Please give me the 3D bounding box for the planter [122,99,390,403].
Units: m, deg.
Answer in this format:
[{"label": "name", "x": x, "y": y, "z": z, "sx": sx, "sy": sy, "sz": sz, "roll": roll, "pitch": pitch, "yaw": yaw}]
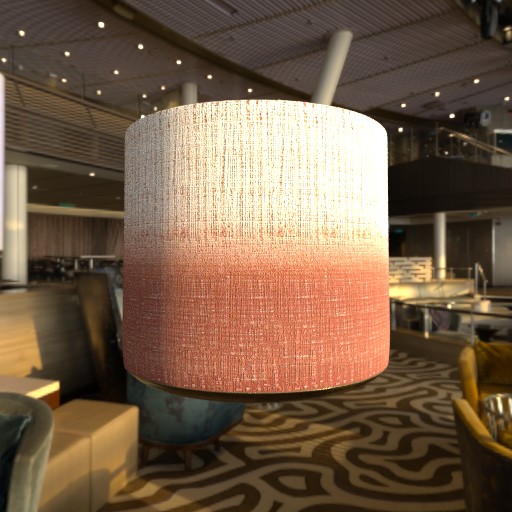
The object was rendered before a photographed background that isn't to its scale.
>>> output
[{"label": "planter", "x": 0.000, "y": 0.000, "z": 0.308, "sx": 0.178, "sy": 0.157, "sz": 0.178, "roll": 0, "pitch": 0, "yaw": 0}]
